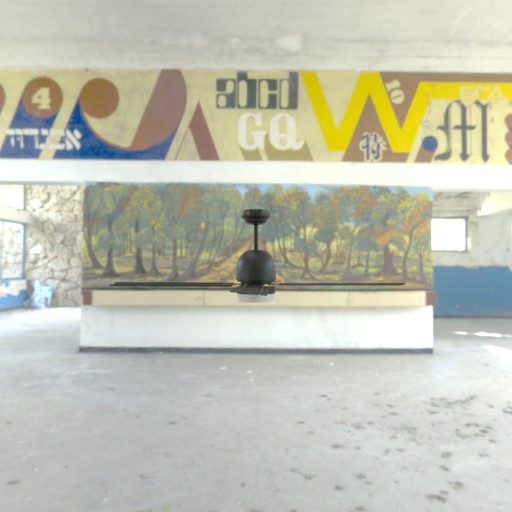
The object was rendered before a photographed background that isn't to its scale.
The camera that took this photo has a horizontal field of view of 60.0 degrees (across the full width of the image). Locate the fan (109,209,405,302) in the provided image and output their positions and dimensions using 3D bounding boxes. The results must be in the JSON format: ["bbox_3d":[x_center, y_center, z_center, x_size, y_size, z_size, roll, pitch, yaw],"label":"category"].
[{"bbox_3d":[0.000,0.000,2.015,1.319,0.410,1.319,0,-1,1],"label":"fan"}]
